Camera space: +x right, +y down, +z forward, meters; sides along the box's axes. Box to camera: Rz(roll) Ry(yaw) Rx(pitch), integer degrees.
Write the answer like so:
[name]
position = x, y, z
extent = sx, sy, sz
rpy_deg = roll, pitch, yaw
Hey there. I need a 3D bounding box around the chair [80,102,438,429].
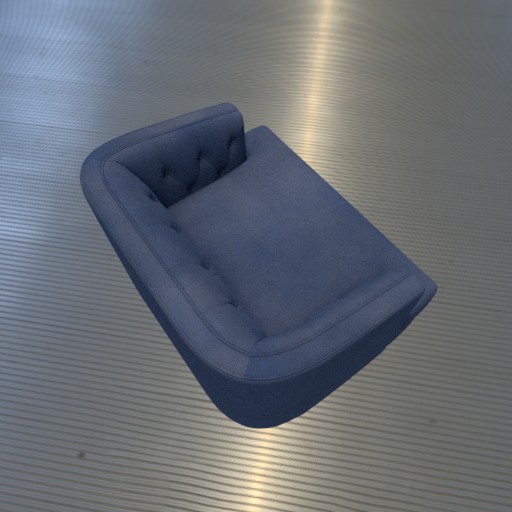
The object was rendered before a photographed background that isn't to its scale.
[chair]
position = 0.000, 0.000, 1.776
extent = 0.914, 0.787, 1.118
rpy_deg = -32, 63, -18
